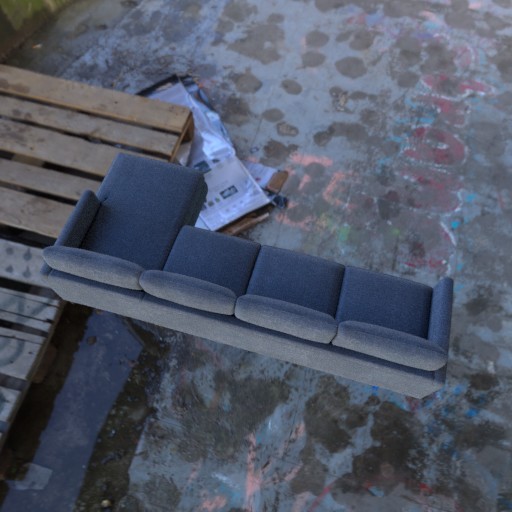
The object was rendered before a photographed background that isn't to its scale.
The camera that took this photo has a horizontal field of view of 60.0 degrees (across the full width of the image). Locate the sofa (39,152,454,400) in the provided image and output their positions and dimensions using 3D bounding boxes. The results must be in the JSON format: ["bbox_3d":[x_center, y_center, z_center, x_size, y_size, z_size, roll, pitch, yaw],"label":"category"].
[{"bbox_3d":[0.000,0.000,3.456,2.932,0.810,1.350,14,64,7],"label":"sofa"}]
